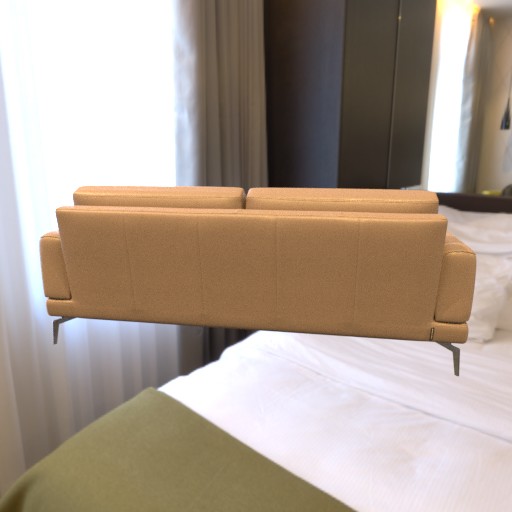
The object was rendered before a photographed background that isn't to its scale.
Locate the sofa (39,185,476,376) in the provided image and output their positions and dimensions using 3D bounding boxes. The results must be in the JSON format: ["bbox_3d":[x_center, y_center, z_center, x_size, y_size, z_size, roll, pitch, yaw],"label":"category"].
[{"bbox_3d":[0.000,0.000,2.327,1.940,0.765,0.974,2,14,9],"label":"sofa"}]
